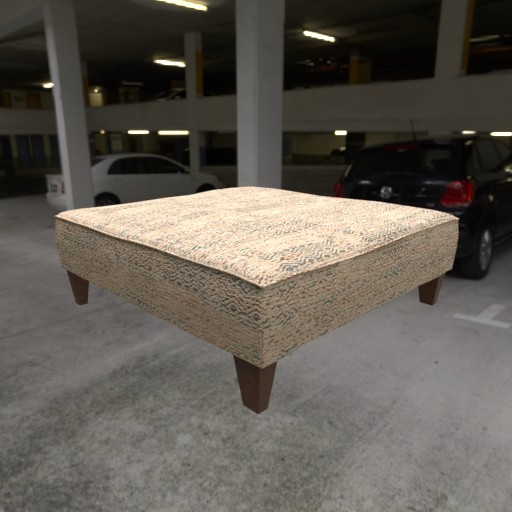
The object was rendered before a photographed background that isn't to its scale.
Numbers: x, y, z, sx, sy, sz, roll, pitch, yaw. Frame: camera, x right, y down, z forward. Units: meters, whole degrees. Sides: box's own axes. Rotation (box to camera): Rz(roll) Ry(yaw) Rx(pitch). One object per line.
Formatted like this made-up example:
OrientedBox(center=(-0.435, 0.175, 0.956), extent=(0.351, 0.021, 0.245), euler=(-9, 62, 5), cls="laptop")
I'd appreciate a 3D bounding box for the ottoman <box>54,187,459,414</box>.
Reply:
OrientedBox(center=(0.000, 0.000, 1.539), extent=(1.004, 0.356, 0.968), euler=(15, 22, 43), cls="ottoman")
